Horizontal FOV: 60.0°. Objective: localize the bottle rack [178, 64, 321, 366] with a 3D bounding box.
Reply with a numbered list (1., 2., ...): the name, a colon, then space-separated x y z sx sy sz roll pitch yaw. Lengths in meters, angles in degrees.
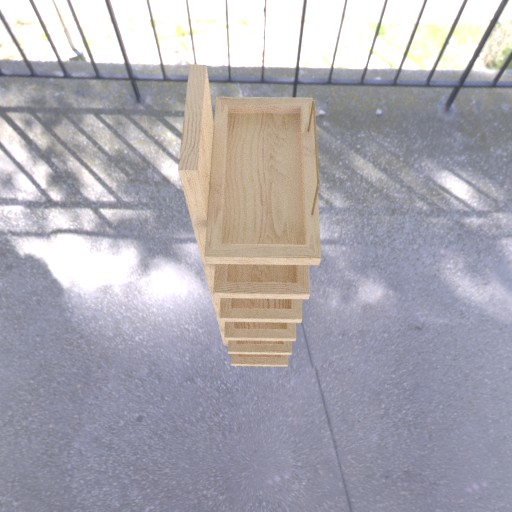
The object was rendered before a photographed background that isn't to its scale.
1. bottle rack: 0.000 0.000 1.062 0.206 0.943 0.330 1 64 0
